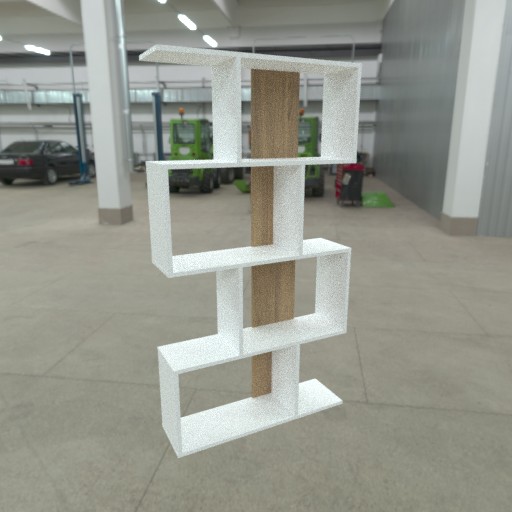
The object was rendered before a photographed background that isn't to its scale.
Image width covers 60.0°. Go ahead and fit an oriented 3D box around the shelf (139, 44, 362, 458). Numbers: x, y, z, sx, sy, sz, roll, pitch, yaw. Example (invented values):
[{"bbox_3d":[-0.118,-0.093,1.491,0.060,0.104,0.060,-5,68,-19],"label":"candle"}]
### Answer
[{"bbox_3d":[0.000,0.000,2.015,0.890,1.650,0.250,-8,17,-26],"label":"shelf"}]
